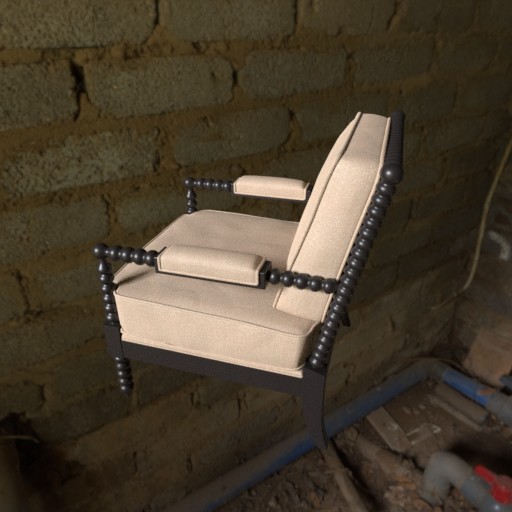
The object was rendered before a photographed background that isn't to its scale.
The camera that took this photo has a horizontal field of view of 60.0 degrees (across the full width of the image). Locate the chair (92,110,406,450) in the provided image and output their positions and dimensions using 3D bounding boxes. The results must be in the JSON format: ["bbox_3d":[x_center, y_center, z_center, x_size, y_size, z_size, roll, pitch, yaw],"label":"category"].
[{"bbox_3d":[0.000,0.000,1.177,0.657,0.703,0.555,8,30,15],"label":"chair"}]
